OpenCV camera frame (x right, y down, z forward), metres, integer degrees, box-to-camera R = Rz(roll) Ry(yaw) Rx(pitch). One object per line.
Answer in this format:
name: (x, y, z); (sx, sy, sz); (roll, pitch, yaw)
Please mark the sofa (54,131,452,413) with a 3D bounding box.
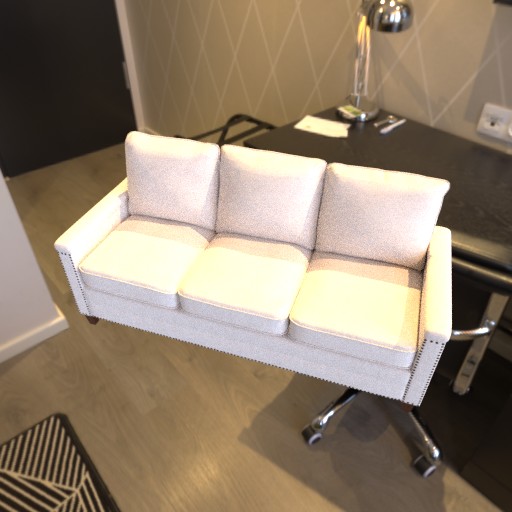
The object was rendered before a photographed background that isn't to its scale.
sofa: (0.000, 0.000, 2.391); (1.925, 0.961, 0.828); (12, 41, 14)
